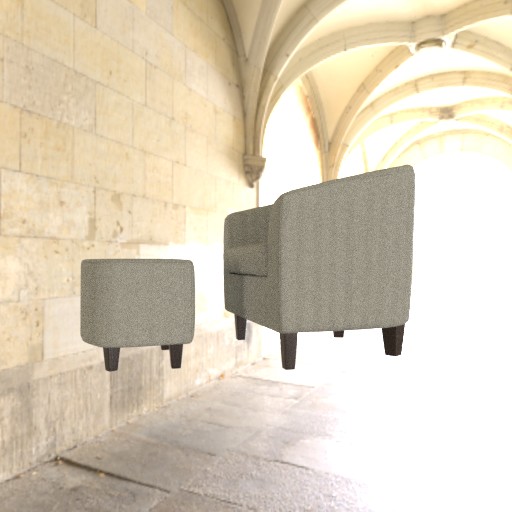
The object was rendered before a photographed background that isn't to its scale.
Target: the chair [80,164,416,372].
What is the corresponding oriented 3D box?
[{"bbox_3d":[0.000,0.000,1.749,1.288,0.757,0.756,0,-1,-18],"label":"chair"}]
